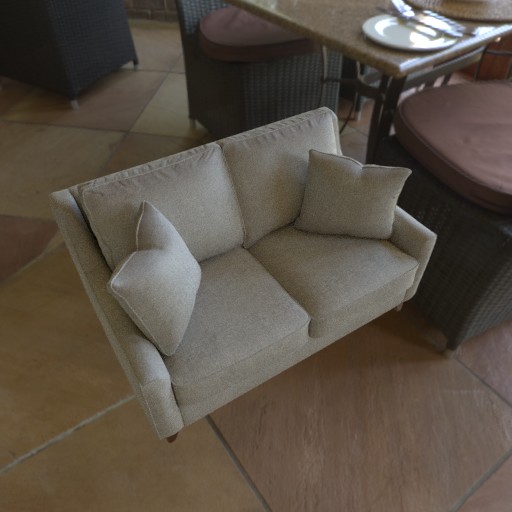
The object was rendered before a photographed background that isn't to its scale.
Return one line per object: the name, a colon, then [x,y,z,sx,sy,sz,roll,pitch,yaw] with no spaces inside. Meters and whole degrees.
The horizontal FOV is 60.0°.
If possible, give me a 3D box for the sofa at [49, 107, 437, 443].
sofa: [0.000,0.000,2.005,1.422,0.863,0.915,-24,50,-22]
